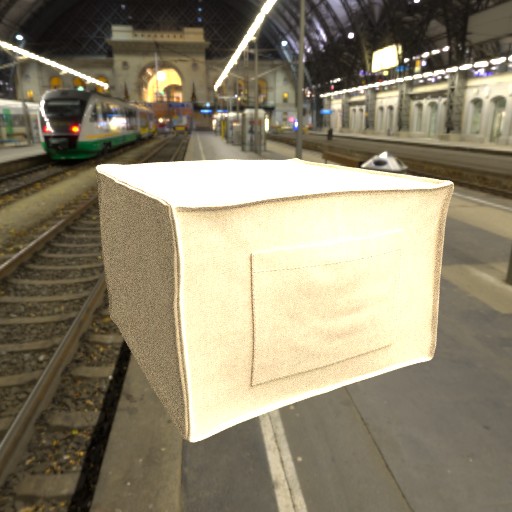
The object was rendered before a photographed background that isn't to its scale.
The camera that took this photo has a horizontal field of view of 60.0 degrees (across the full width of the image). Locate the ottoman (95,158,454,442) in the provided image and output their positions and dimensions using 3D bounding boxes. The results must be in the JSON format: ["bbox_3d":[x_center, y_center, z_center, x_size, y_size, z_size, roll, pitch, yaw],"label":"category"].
[{"bbox_3d":[0.000,0.000,1.180,0.707,0.470,0.696,-9,19,-28],"label":"ottoman"}]
